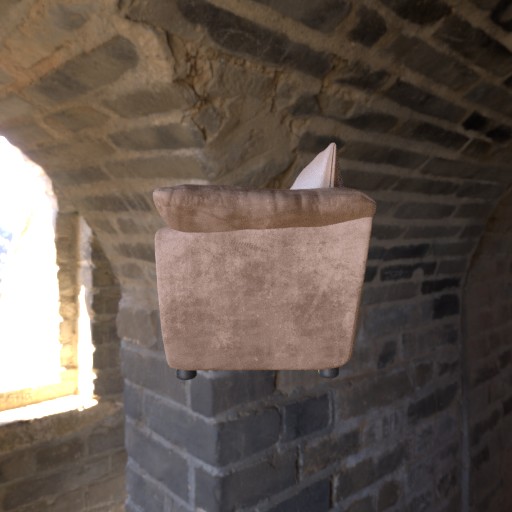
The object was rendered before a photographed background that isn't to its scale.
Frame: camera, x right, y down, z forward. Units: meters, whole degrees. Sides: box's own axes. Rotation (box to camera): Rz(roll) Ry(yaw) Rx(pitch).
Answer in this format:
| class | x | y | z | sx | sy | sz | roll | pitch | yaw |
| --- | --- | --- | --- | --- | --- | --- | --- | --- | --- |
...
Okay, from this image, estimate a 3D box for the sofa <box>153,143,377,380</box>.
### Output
| class | x | y | z | sx | sy | sz | roll | pitch | yaw |
| --- | --- | --- | --- | --- | --- | --- | --- | --- | --- |
| sofa | 0.000 | 0.000 | 2.828 | 0.893 | 0.981 | 2.377 | 0 | 2 | -2 |
